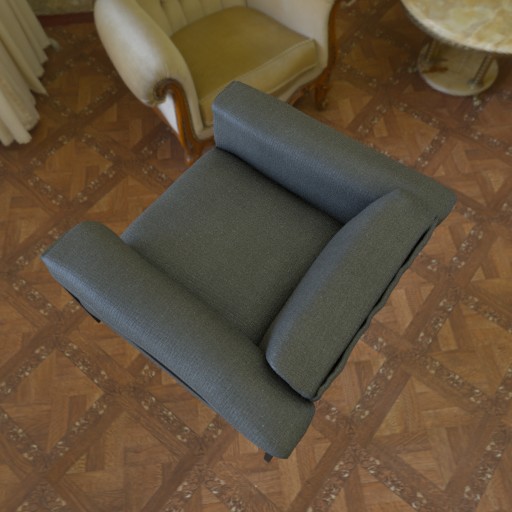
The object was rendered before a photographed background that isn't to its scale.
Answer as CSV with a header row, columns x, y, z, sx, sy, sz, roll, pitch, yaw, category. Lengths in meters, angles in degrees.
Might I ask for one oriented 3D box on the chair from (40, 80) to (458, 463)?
x,y,z,sx,sy,sz,roll,pitch,yaw,category
0.000,0.000,1.638,0.969,0.646,1.056,34,67,16,chair
